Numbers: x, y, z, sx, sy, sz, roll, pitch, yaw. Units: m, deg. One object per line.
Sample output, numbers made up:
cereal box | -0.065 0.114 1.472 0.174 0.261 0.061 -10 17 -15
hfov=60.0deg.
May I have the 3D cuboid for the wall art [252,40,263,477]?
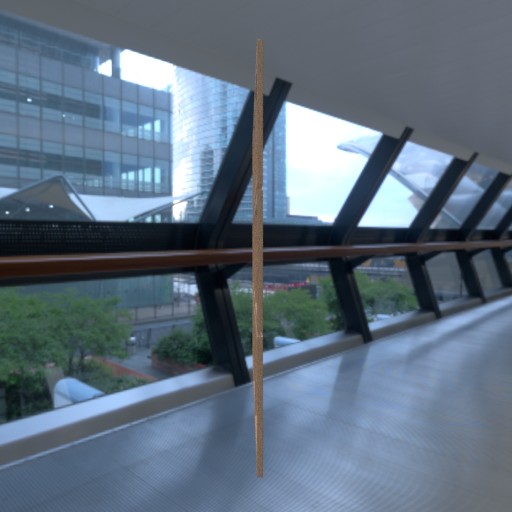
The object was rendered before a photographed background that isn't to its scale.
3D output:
wall art | 0.000 0.000 1.379 0.012 0.910 0.917 0 1 -1
